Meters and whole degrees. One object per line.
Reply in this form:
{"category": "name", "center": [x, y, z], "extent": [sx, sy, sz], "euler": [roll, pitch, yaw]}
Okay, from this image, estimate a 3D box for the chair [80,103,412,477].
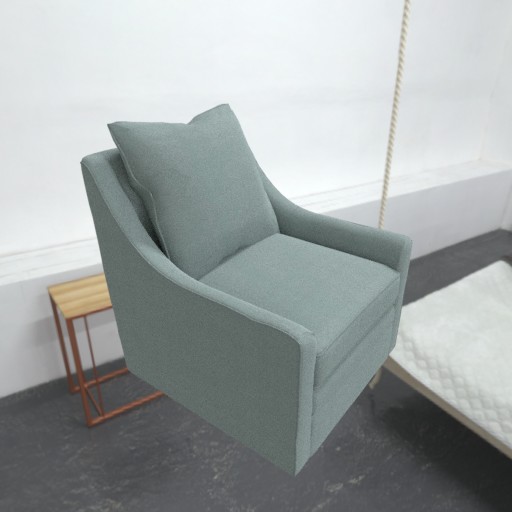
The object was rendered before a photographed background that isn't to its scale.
{"category": "chair", "center": [0.000, 0.000, 1.577], "extent": [0.870, 0.926, 0.760], "euler": [19, 32, 33]}
